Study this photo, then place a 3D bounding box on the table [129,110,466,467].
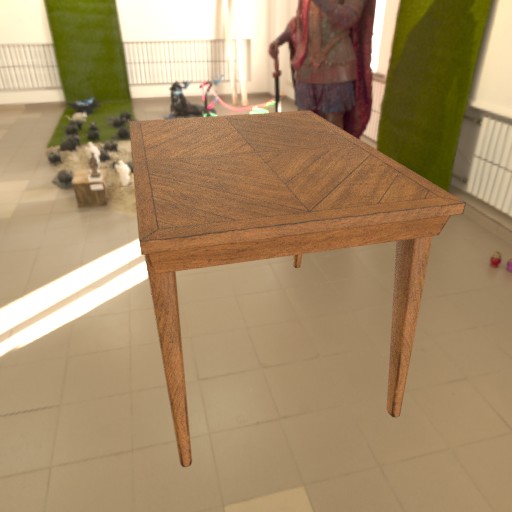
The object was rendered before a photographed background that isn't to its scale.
[{"bbox_3d":[0.000,0.000,1.588,0.757,0.760,1.027,-8,31,-13],"label":"table"}]
